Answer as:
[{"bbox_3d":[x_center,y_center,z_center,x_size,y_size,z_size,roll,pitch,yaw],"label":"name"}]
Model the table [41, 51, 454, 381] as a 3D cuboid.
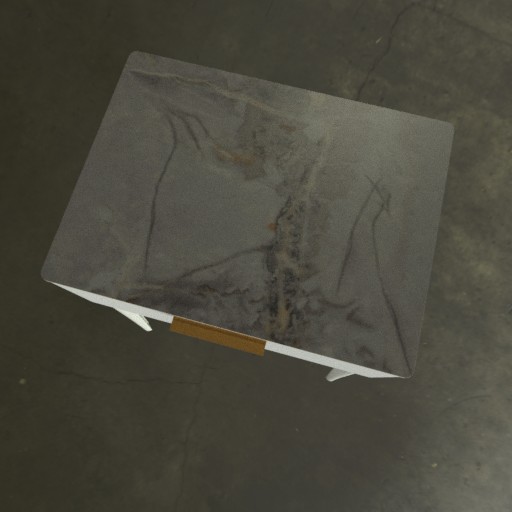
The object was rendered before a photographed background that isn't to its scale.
[{"bbox_3d":[0.000,0.000,0.889,0.500,0.570,0.400,14,75,4],"label":"table"}]
